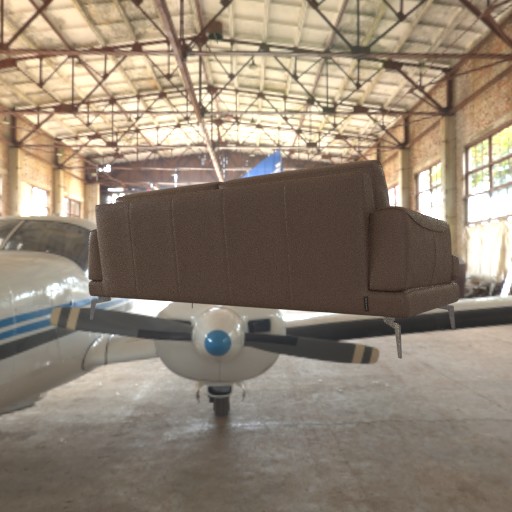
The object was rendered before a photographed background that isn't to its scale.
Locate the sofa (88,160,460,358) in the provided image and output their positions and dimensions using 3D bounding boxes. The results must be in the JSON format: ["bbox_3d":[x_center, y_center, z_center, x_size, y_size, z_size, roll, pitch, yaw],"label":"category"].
[{"bbox_3d":[0.000,0.000,2.475,1.940,0.765,0.974,-1,-1,36],"label":"sofa"}]
